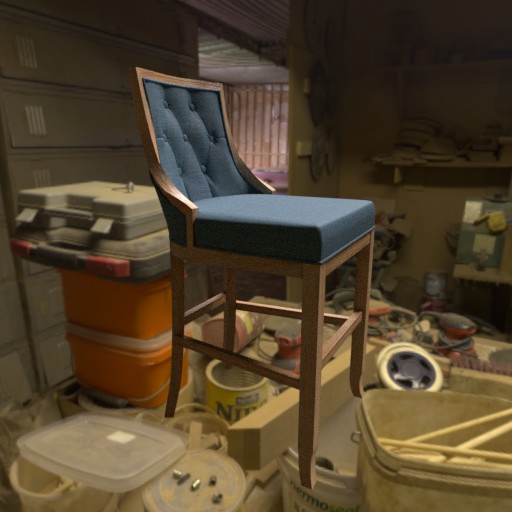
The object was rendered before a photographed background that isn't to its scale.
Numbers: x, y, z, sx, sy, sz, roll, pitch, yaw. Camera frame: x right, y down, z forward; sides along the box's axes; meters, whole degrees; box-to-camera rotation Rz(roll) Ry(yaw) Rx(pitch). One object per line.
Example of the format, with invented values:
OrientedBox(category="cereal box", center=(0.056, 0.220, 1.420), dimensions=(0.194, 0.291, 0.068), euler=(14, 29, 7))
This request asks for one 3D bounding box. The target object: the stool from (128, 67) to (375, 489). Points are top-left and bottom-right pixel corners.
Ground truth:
OrientedBox(category="stool", center=(0.000, 0.000, 1.413), dimensions=(0.626, 1.101, 0.524), euler=(8, 17, 28))
